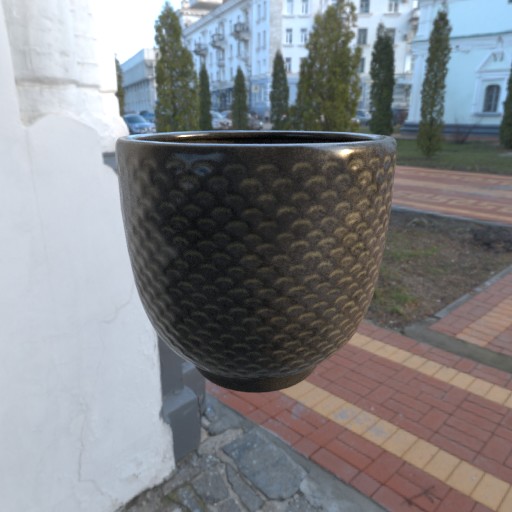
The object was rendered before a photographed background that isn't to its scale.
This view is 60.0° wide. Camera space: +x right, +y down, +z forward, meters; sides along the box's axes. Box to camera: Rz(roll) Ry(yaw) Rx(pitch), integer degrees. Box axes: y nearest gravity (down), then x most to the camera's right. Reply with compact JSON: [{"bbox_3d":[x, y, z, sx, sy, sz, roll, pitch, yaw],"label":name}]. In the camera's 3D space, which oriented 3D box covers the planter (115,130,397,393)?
[{"bbox_3d":[0.000,0.000,0.305,0.172,0.160,0.172,0,18,0],"label":"planter"}]
